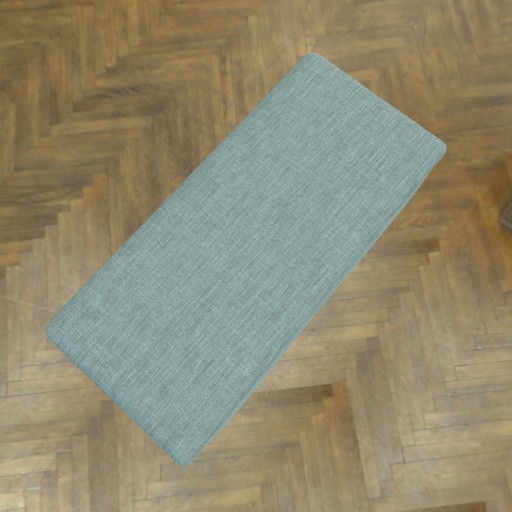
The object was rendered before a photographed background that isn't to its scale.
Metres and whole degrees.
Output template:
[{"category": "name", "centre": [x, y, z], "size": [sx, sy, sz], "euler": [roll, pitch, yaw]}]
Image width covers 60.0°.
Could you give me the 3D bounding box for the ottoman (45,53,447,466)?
[{"category": "ottoman", "centre": [0.000, 0.000, 1.127], "size": [0.419, 0.432, 0.902], "euler": [40, 79, 9]}]
